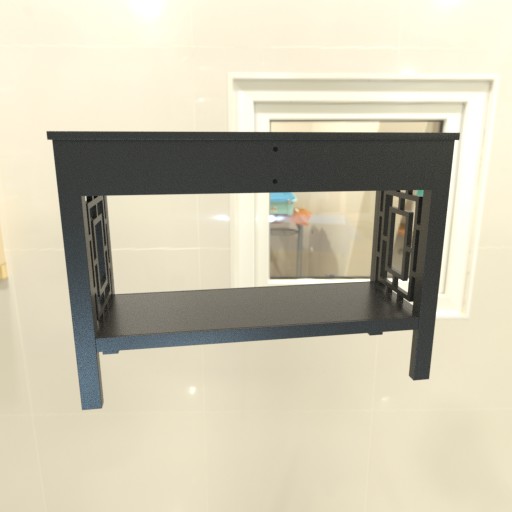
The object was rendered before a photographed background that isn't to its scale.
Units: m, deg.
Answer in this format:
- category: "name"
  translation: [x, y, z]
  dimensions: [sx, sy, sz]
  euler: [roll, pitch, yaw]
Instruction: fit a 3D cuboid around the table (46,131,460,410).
- category: "table"
  translation: [0.000, 0.000, 1.412]
  dimensions: [1.068, 0.753, 0.397]
  euler: [-2, 15, -9]
